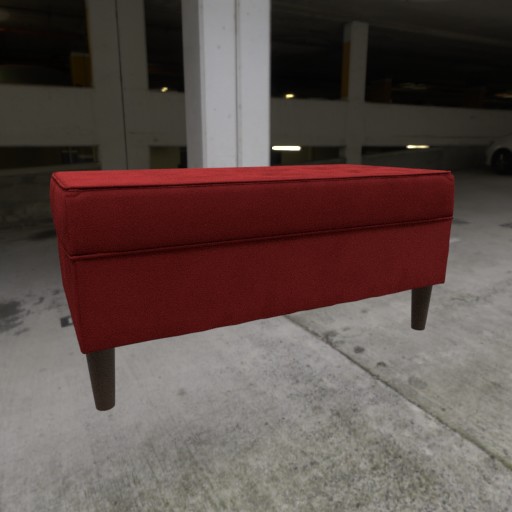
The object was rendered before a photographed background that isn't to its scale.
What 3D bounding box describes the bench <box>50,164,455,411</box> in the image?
[{"bbox_3d":[0.000,0.000,1.253,1.016,0.471,0.492,-7,16,-26],"label":"bench"}]
